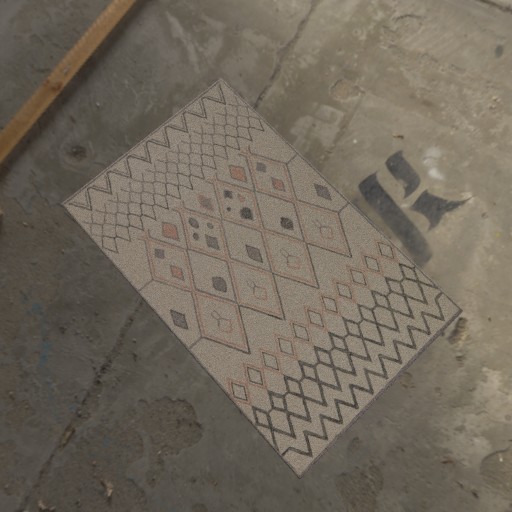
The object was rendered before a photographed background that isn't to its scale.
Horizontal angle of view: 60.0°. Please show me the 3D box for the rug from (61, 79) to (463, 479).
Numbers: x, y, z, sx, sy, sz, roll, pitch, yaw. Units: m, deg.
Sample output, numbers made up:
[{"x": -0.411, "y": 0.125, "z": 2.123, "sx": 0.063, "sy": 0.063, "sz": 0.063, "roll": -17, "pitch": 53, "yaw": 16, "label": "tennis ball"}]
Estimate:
[{"x": 0.000, "y": 0.000, "z": 3.059, "sx": 1.524, "sy": 0.015, "sz": 2.438, "roll": -42, "pitch": 79, "yaw": -10, "label": "rug"}]
